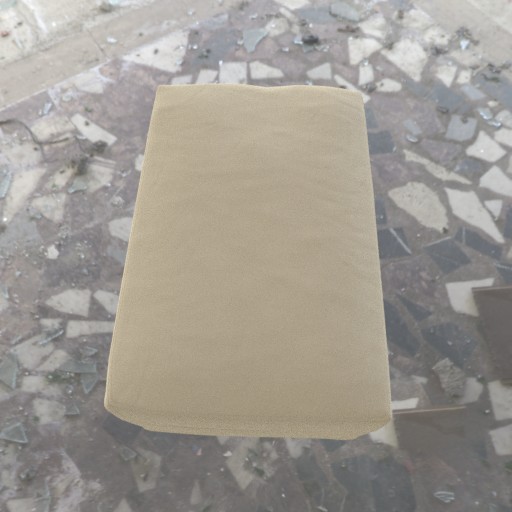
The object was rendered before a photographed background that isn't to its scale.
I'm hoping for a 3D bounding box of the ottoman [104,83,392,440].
[{"bbox_3d":[0.000,0.000,1.163,0.590,0.444,0.872,2,65,1],"label":"ottoman"}]
